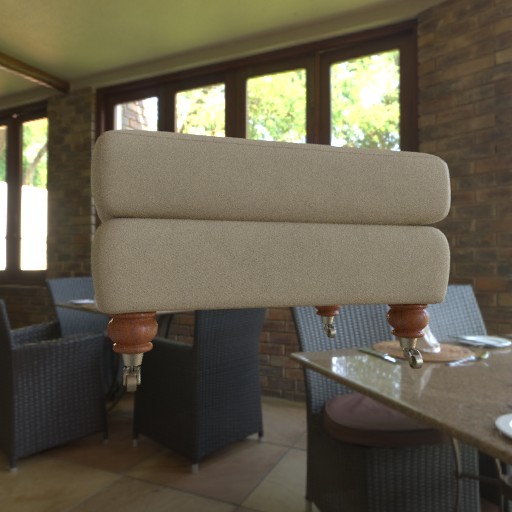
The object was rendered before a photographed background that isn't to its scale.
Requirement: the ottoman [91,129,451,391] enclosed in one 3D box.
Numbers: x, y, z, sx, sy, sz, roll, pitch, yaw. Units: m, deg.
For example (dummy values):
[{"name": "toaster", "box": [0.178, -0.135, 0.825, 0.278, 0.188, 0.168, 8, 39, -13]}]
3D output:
[{"name": "ottoman", "box": [0.000, 0.000, 1.135, 0.773, 0.504, 0.569, 0, -1, -16]}]
